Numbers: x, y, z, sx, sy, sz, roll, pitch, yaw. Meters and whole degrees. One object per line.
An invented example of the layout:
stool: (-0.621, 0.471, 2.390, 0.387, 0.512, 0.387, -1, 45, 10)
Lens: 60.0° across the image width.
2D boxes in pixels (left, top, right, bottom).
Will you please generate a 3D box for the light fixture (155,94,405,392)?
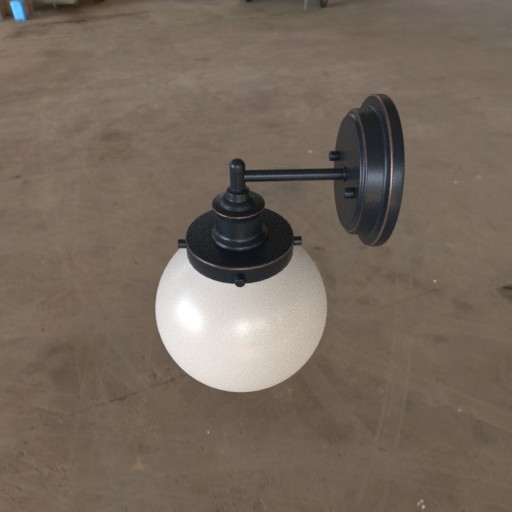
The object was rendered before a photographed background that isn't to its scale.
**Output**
light fixture: (0.000, 0.000, 0.473, 0.230, 0.332, 0.197, -2, 39, -2)
